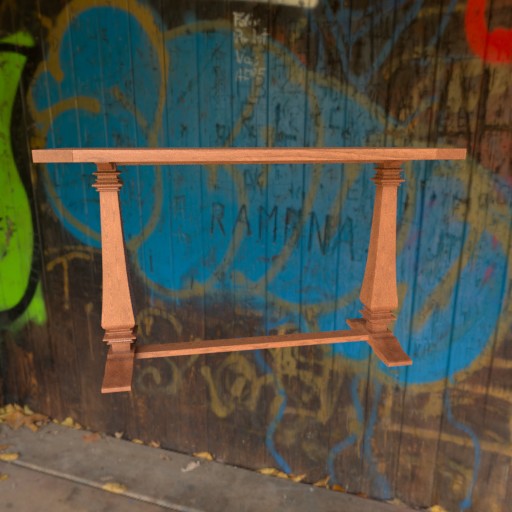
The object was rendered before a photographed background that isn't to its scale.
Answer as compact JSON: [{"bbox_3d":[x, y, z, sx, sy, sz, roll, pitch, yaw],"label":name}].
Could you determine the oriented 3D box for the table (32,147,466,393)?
[{"bbox_3d":[0.000,0.000,1.804,1.478,0.852,0.461,-3,15,-10],"label":"table"}]
